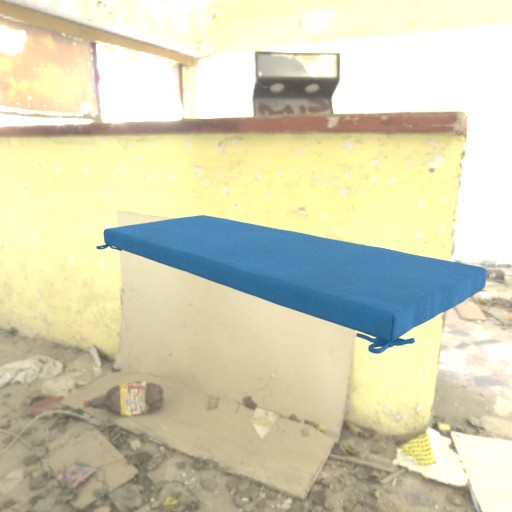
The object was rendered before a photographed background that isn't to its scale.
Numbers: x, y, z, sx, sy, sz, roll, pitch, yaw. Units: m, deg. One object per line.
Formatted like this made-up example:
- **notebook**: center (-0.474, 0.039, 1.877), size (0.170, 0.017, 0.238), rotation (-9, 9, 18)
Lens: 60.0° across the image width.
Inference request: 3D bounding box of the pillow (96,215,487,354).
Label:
- **pillow**: center (0.000, 0.000, 1.327), size (0.492, 0.081, 1.187), rotation (-14, 20, -42)
